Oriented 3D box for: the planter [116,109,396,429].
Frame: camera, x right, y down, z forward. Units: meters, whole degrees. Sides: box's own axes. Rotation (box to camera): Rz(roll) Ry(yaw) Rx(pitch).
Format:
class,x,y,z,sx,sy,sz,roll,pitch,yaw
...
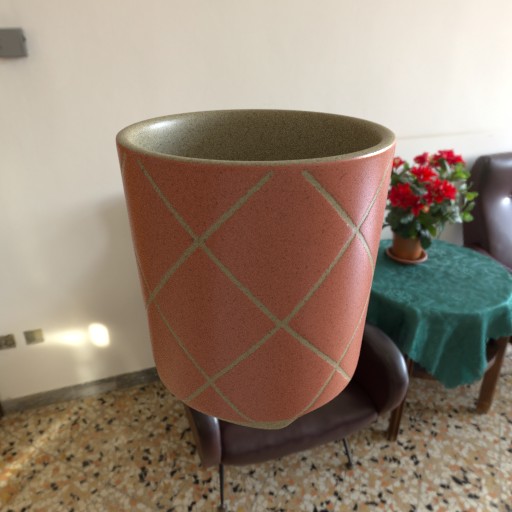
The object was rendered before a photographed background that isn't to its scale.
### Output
class,x,y,z,sx,sy,sz,roll,pitch,yaw
planter,0.000,0.000,0.356,0.191,0.200,0.191,0,27,0
